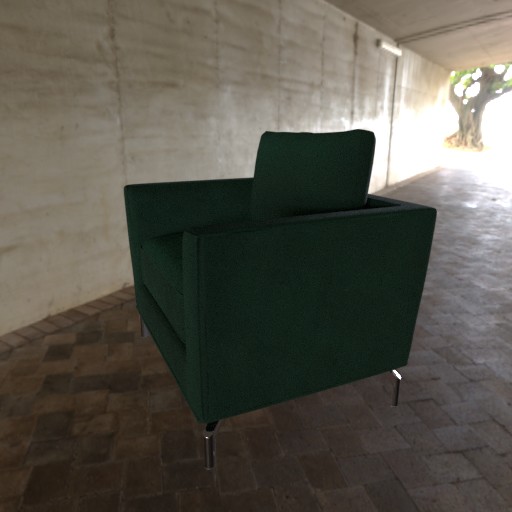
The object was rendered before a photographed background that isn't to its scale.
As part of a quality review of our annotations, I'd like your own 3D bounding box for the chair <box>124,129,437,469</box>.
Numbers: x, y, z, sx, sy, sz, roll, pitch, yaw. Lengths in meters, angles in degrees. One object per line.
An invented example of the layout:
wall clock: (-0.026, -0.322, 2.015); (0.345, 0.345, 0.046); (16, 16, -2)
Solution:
chair: (0.000, 0.000, 1.802); (0.852, 0.997, 1.047); (-8, 18, -24)
